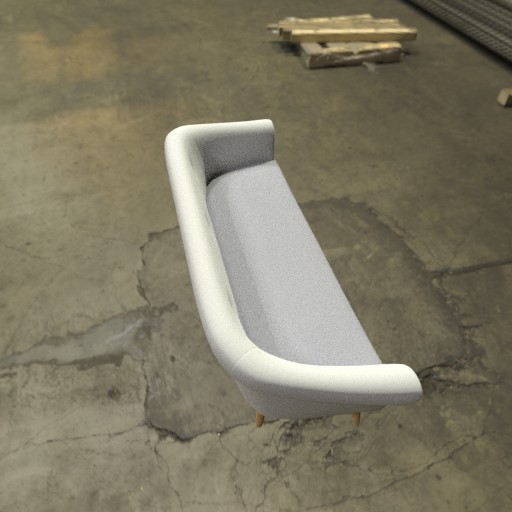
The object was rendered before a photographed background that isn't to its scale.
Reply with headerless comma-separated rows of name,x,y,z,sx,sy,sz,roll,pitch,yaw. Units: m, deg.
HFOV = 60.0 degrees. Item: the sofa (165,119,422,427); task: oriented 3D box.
sofa,0.000,0.000,2.501,0.827,0.795,2.160,-11,47,-10
